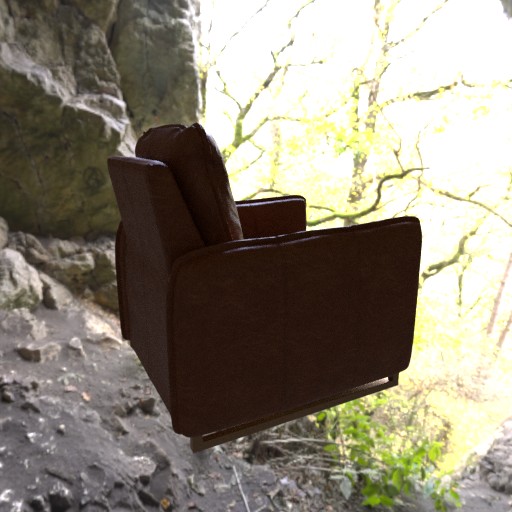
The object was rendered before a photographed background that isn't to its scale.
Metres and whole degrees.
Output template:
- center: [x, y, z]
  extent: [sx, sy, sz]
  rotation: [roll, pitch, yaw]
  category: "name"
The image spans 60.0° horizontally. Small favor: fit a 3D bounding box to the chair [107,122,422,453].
- center: [0.000, 0.000, 1.641]
  extent: [0.922, 0.922, 0.830]
  rotation: [-7, 16, -27]
  category: "chair"
